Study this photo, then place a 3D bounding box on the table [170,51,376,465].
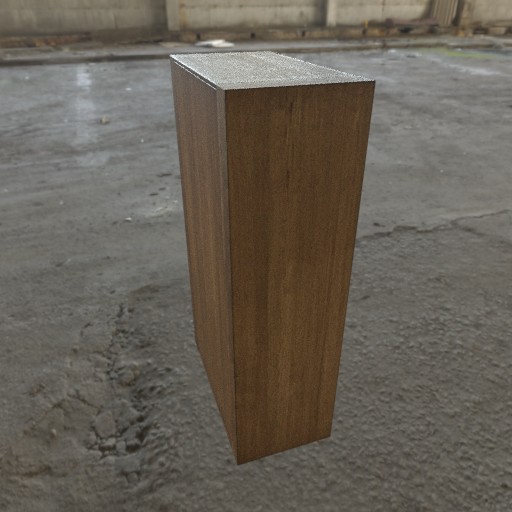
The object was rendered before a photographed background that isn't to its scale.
[{"bbox_3d":[0.000,0.000,2.512,0.600,2.000,1.100,-10,32,-16],"label":"table"}]
